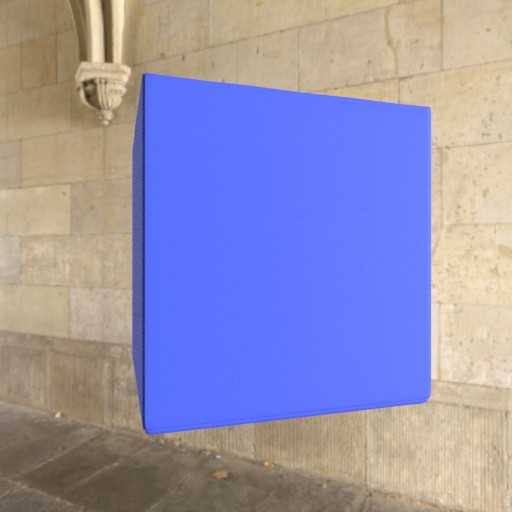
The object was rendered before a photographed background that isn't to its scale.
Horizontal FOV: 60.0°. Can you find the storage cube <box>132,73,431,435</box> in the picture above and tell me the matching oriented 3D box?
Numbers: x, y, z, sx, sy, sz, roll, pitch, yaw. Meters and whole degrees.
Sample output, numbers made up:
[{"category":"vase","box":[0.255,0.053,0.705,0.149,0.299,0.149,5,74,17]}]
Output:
[{"category":"storage cube","box":[0.000,0.000,0.504,0.270,0.280,0.270,0,0,-17]}]
